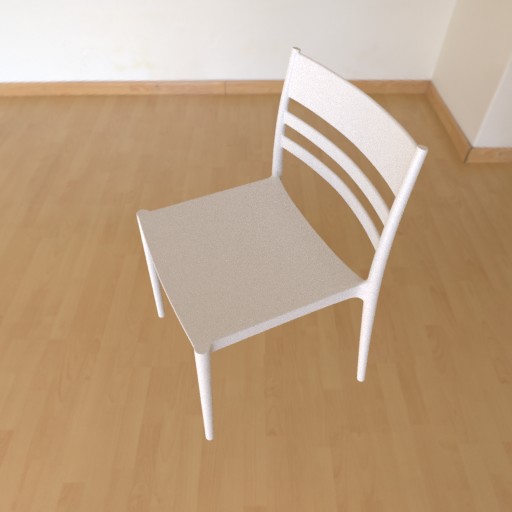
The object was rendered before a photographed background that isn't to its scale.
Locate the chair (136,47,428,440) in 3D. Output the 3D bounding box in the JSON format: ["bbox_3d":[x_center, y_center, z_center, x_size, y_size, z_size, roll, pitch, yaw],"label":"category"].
[{"bbox_3d":[0.000,0.000,1.130,0.511,0.800,0.531,-19,50,-17],"label":"chair"}]
